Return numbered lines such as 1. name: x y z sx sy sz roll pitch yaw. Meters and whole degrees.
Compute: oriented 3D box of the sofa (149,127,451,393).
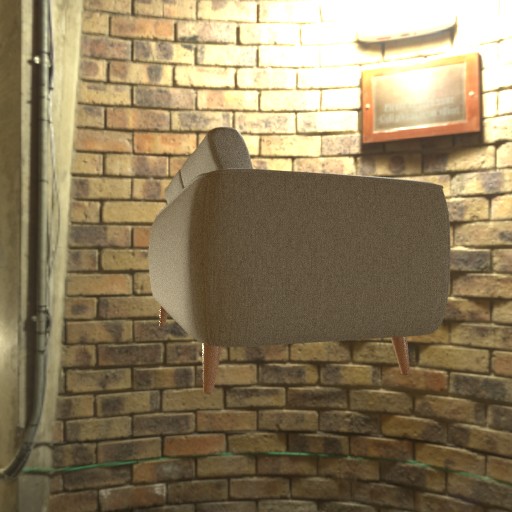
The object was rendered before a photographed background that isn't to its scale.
1. sofa: 0.000 0.000 2.143 0.920 0.850 1.700 0 0 -18
